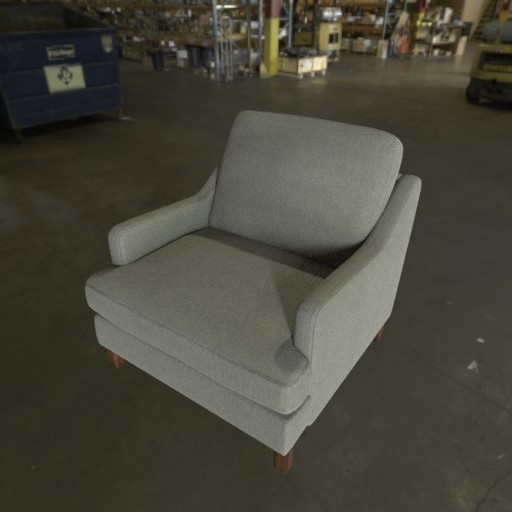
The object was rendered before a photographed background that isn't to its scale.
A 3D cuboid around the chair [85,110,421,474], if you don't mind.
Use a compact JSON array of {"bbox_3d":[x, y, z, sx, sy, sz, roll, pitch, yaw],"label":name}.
[{"bbox_3d":[0.000,0.000,1.551,0.826,0.821,0.892,20,35,30],"label":"chair"}]
